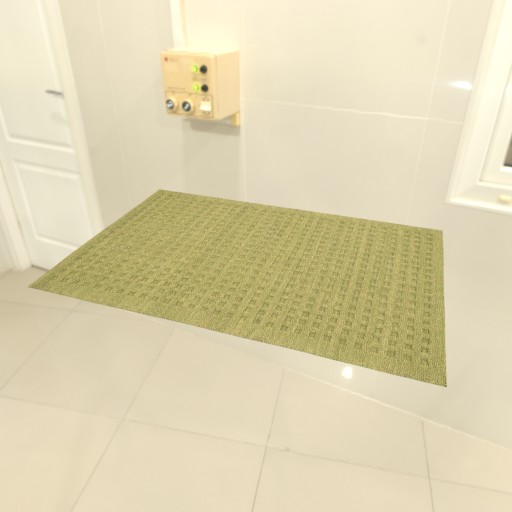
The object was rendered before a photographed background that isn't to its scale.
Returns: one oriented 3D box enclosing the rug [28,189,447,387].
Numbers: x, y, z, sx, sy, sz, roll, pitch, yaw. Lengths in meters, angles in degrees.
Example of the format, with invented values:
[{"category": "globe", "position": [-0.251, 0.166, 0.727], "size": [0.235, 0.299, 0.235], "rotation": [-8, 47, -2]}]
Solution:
[{"category": "rug", "position": [0.000, 0.000, 2.870], "size": [2.297, 0.007, 1.529], "rotation": [10, 33, 16]}]
